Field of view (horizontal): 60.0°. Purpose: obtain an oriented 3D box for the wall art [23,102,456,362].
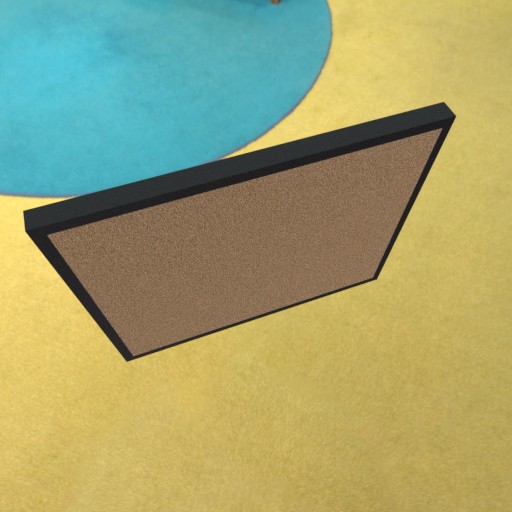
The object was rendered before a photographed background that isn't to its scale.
[{"bbox_3d":[0.000,0.000,0.741,0.554,0.454,0.030,-17,60,-10],"label":"wall art"}]
